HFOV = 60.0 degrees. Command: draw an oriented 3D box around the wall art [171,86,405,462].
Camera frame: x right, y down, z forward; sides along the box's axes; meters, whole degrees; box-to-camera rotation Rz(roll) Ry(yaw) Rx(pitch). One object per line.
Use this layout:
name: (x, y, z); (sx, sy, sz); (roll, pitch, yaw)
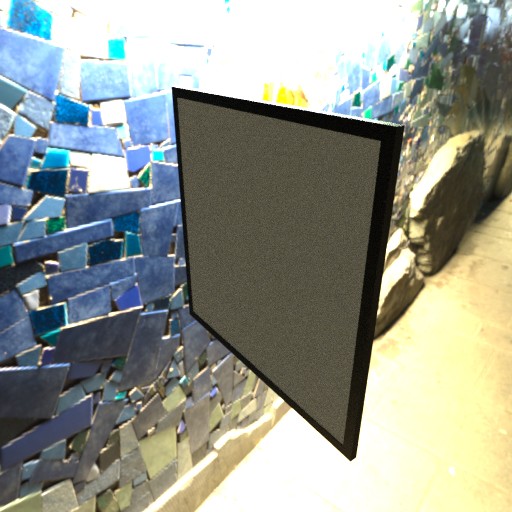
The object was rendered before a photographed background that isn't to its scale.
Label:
wall art: (0.000, 0.000, 1.209); (0.022, 0.807, 0.807); (-18, 32, -32)
